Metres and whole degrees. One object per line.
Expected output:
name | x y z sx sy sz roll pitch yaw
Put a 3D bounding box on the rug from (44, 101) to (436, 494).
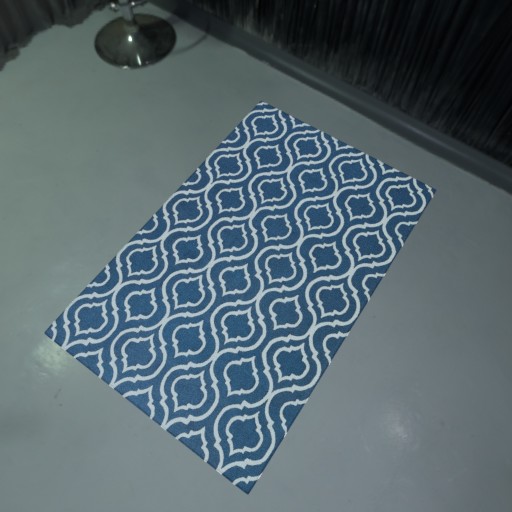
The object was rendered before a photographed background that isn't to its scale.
rug | 0.000 0.000 2.198 1.143 0.010 1.753 32 68 15
